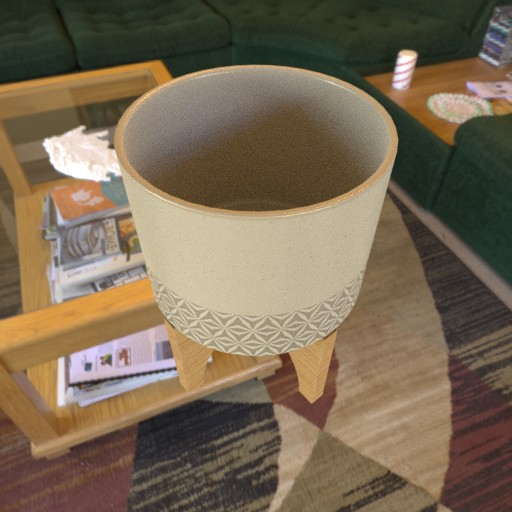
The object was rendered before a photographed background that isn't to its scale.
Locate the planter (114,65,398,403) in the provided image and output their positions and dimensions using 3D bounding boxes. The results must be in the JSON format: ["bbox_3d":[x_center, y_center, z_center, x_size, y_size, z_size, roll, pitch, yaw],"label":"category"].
[{"bbox_3d":[0.000,0.000,0.520,0.249,0.343,0.249,0,46,0],"label":"planter"}]
